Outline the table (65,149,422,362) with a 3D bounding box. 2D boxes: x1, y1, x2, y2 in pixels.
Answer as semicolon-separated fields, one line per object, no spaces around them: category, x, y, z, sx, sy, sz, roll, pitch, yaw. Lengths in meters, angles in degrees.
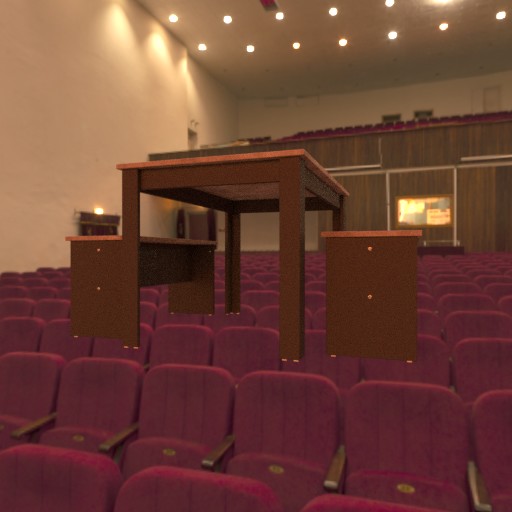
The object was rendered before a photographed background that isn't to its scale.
table;0.000;0.000;2.082;1.443;0.700;1.100;0;0;19
